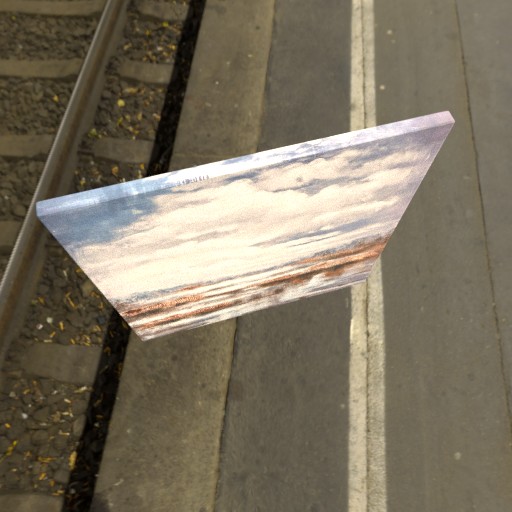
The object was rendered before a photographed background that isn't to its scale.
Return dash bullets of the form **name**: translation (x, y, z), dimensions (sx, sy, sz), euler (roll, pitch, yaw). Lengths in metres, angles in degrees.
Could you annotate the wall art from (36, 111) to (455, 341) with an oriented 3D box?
- **wall art**: translation (0.000, 0.000, 1.314), dimensions (0.888, 0.897, 0.035), euler (-14, 65, -7)
